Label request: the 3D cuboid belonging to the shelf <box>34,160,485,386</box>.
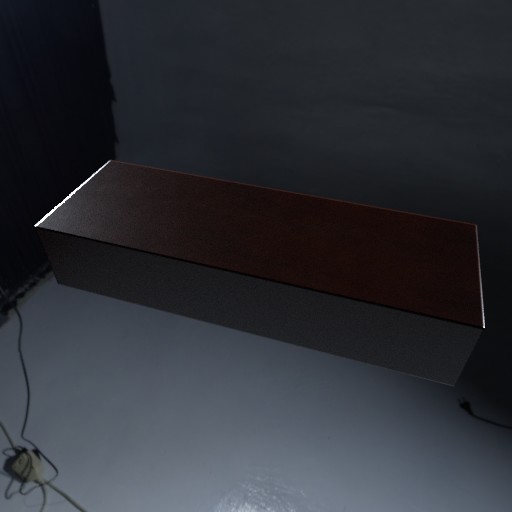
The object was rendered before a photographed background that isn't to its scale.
[{"bbox_3d":[0.000,0.000,0.512,0.457,0.088,0.152,12,43,13],"label":"shelf"}]
